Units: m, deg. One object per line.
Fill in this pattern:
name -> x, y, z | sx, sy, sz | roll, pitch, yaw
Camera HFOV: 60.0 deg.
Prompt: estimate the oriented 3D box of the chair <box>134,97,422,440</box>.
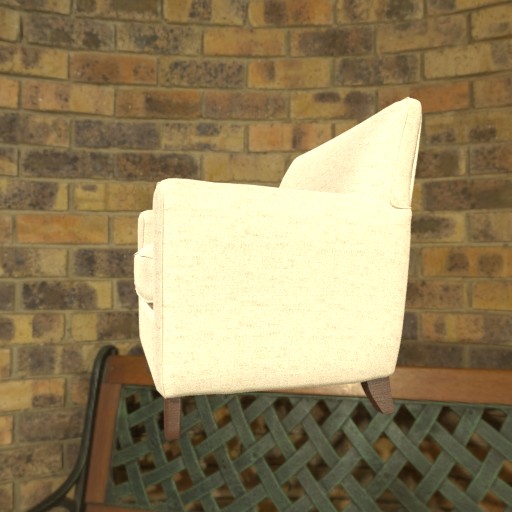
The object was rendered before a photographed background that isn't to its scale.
chair -> 0.000, 0.000, 1.578 | 0.823, 0.943, 0.870 | 0, 0, -18
